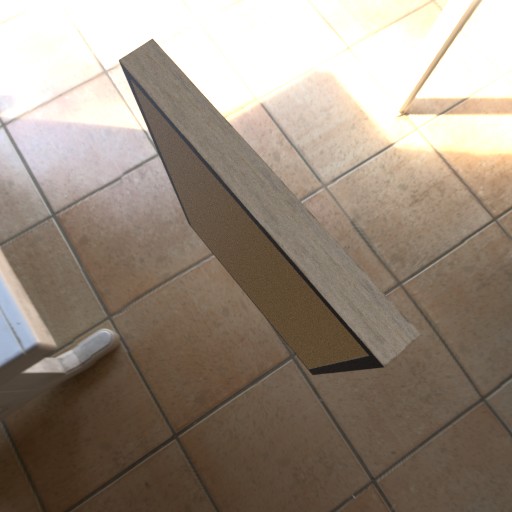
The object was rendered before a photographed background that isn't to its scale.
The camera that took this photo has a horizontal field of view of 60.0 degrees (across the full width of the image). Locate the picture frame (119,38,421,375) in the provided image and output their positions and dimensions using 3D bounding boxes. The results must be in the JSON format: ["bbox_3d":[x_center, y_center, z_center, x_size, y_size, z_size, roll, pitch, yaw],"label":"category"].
[{"bbox_3d":[0.000,0.000,0.698,0.046,0.526,0.421,-38,78,-10],"label":"picture frame"}]
